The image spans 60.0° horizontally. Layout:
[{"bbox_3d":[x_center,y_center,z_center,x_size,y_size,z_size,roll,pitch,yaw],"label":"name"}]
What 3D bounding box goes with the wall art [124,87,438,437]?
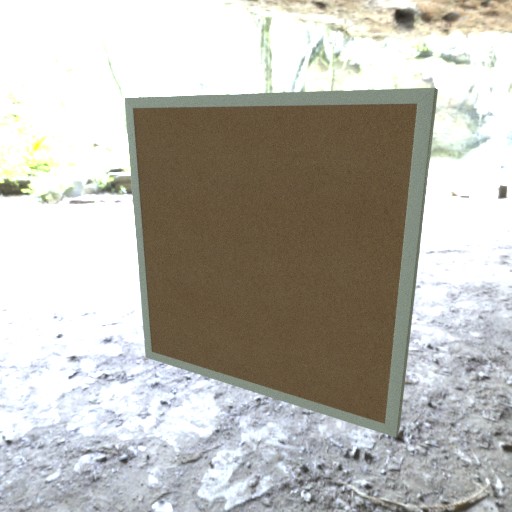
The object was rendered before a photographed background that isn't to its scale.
[{"bbox_3d":[0.000,0.000,1.104,0.760,0.760,0.036,9,19,27],"label":"wall art"}]
